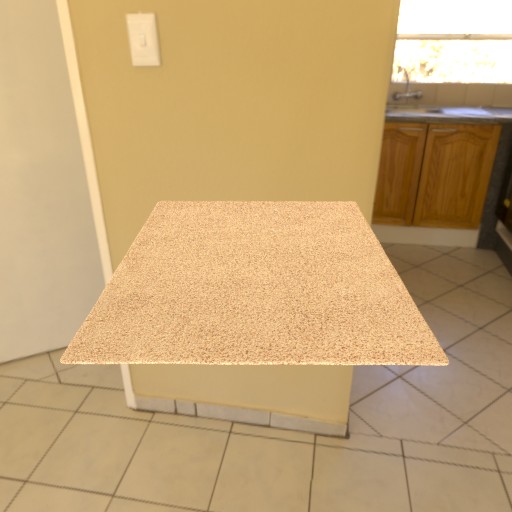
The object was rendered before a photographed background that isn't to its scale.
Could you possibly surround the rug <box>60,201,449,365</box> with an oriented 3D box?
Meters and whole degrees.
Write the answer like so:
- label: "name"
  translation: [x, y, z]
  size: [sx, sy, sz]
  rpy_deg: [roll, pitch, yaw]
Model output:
- label: "rug"
  translation: [0.000, 0.000, 4.120]
  size: [2.438, 0.029, 3.047]
  rpy_deg: [0, 26, 0]
